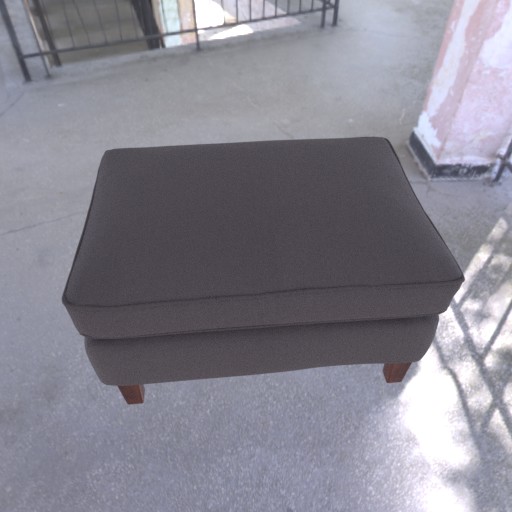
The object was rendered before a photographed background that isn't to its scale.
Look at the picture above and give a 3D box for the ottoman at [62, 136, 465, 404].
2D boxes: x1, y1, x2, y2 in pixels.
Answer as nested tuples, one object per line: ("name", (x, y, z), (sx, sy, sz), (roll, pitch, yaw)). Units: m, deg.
("ottoman", (0.000, 0.000, 0.982), (0.686, 0.406, 0.508), (-4, 46, -3))
